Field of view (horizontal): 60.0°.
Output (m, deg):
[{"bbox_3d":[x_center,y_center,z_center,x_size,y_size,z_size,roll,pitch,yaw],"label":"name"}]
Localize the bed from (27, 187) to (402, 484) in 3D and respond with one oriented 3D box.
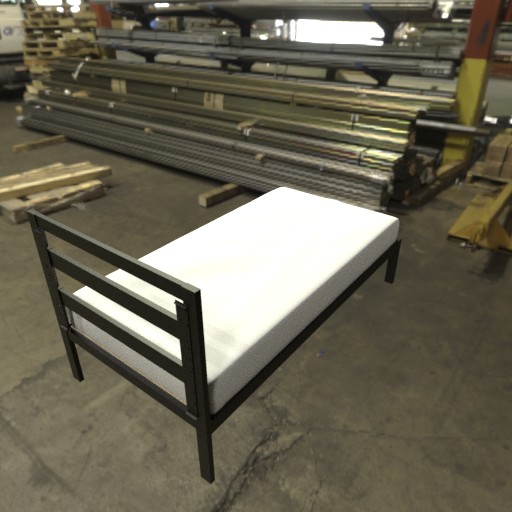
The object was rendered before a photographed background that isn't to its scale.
[{"bbox_3d":[0.000,0.000,2.513,0.991,0.967,1.930,21,36,32],"label":"bed"}]
